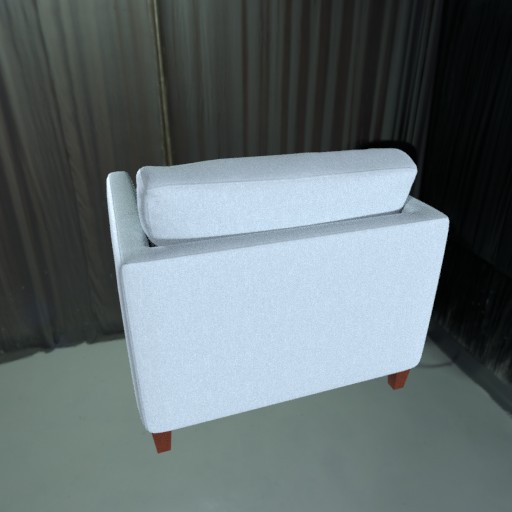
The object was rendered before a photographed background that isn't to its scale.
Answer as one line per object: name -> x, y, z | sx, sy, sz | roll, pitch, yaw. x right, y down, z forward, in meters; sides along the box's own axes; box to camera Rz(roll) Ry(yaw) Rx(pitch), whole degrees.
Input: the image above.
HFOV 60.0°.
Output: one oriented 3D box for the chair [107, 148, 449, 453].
chair -> 0.000, 0.000, 1.835 | 1.107, 0.961, 0.953 | -9, 28, -17
